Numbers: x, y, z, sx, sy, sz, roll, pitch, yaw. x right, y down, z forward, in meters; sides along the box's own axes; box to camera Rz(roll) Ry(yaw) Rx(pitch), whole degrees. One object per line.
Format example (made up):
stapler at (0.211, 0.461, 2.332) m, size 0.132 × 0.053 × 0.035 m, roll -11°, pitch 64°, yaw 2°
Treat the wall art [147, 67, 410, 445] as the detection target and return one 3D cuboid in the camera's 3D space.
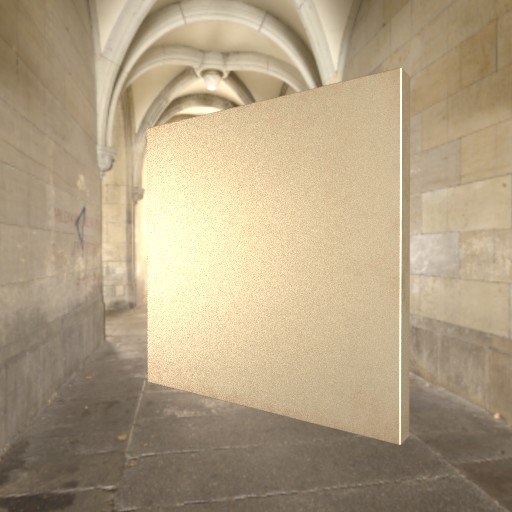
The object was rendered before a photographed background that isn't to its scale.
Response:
wall art at (0.000, 0.000, 0.754) m, size 0.503 × 0.506 × 0.040 m, roll 0°, pitch 1°, yaw 35°
